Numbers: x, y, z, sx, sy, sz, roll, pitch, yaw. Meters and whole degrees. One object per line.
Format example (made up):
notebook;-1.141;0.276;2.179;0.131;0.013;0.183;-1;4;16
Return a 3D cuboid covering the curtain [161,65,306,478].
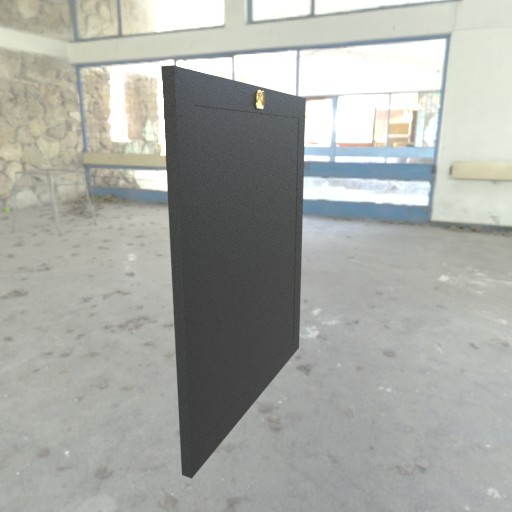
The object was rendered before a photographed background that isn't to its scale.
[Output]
curtain;0.000;0.000;0.814;0.027;0.585;0.483;7;16;24
